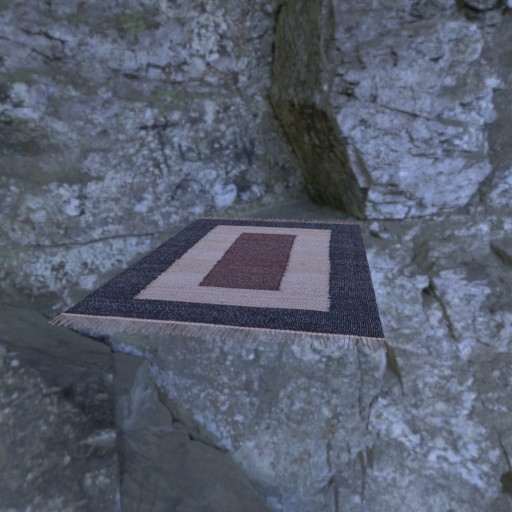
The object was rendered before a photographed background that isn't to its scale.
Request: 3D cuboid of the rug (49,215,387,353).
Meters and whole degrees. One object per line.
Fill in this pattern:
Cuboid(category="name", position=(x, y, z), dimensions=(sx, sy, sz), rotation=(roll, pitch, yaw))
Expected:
Cuboid(category="rug", position=(0.000, 0.000, 2.487), dimensions=(1.224, 0.027, 2.021), rotation=(3, 17, 10))
